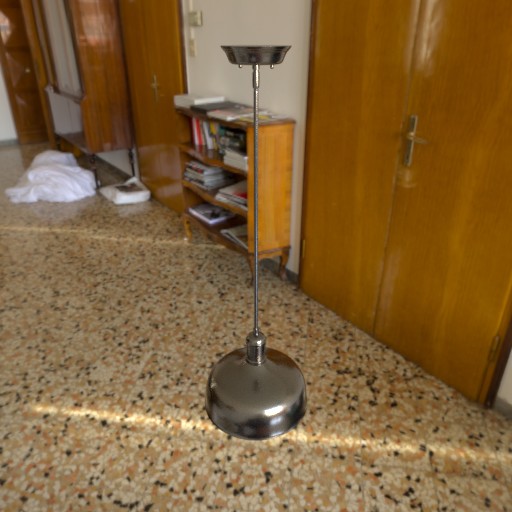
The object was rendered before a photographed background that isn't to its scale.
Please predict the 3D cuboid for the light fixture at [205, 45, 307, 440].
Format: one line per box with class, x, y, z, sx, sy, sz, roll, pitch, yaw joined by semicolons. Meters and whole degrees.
light fixture;0.000;0.000;1.090;0.299;0.935;0.299;8;28;17
